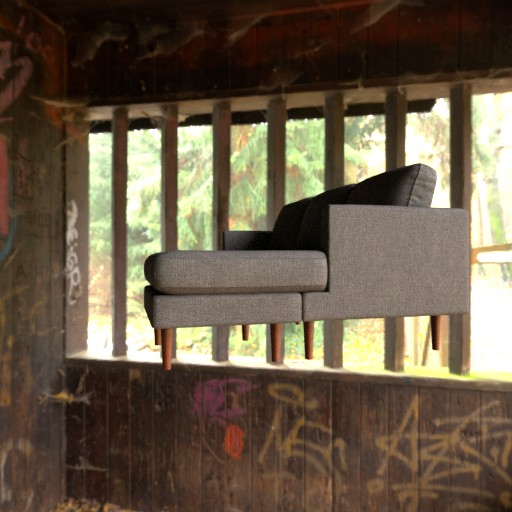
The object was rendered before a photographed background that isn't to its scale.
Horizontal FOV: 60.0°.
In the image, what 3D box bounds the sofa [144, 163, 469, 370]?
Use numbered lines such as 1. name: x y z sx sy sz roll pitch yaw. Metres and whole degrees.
1. sofa: 0.000 0.000 2.995 1.504 0.956 2.233 0 0 -16
